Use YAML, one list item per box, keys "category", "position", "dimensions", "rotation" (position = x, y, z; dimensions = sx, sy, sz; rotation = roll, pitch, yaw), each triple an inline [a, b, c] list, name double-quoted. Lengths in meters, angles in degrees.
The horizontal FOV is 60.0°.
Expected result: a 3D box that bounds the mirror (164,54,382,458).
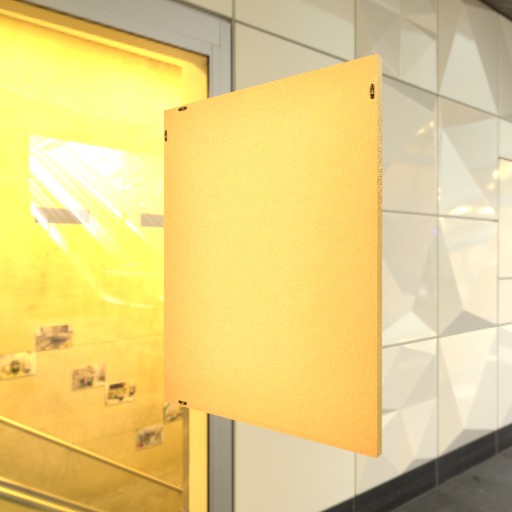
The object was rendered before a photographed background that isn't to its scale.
- category: "mirror"
  position: [0.000, 0.000, 1.342]
  dimensions: [0.762, 1.016, 0.040]
  rotation: [0, 0, 35]
